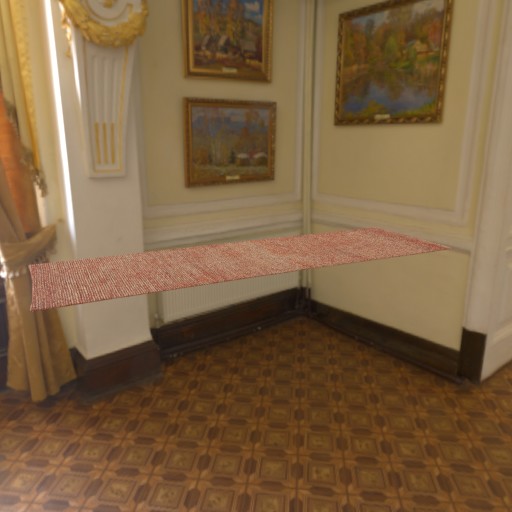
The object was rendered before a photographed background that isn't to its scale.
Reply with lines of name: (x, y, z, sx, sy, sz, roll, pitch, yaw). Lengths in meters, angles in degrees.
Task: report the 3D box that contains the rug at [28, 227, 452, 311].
rug: (0.000, 0.000, 2.548, 2.353, 0.013, 0.718, -7, 17, -25)
